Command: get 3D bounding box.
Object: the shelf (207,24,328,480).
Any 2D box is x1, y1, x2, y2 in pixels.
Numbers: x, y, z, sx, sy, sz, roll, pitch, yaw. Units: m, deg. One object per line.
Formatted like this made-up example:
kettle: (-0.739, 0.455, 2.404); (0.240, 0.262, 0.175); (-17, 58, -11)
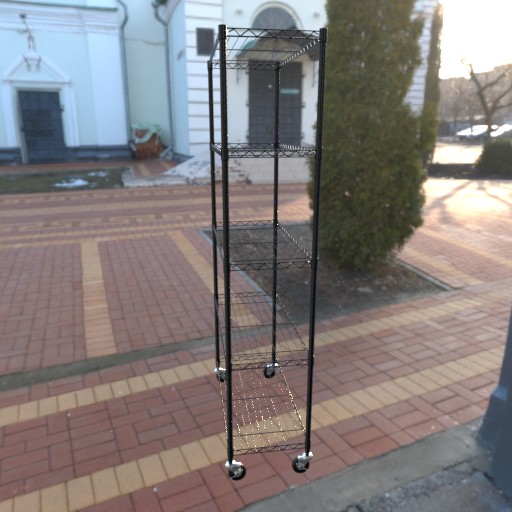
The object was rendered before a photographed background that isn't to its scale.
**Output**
shelf: (0.000, 0.000, 1.909); (0.356, 1.645, 0.762); (-2, 16, -8)
